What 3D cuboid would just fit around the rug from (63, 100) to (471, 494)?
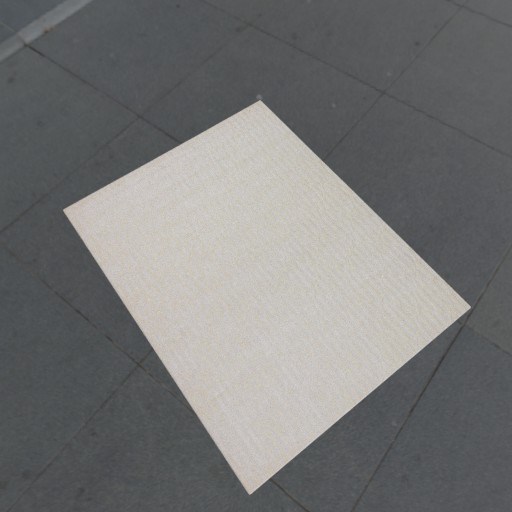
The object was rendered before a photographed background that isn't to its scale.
[{"bbox_3d":[0.000,0.000,4.092,2.410,0.021,3.055,-34,68,-15],"label":"rug"}]
